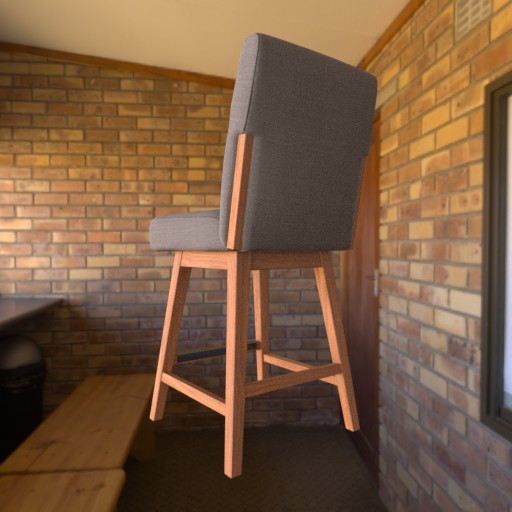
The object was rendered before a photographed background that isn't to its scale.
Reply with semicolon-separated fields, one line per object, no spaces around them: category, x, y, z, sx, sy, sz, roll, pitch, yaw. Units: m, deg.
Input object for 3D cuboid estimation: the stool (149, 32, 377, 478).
stool;0.000;0.000;1.315;0.459;1.019;0.570;-1;2;-37
